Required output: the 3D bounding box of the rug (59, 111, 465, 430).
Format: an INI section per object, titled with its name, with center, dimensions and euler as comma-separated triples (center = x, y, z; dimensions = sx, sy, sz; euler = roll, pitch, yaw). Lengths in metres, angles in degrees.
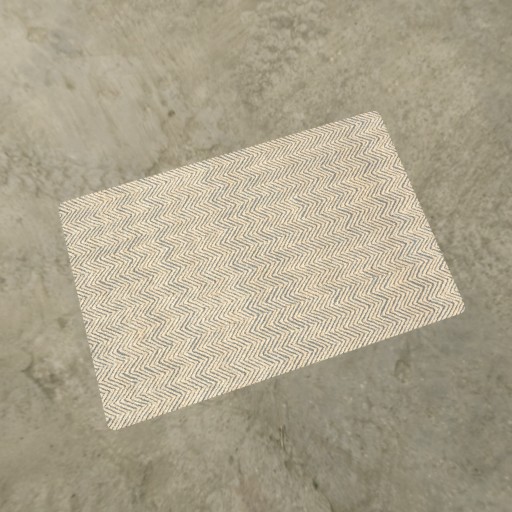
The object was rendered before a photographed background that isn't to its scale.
[rug]
center = 0.000, 0.000, 2.186
dimensions = 1.752, 0.008, 1.144
euler = -17, 76, -4
